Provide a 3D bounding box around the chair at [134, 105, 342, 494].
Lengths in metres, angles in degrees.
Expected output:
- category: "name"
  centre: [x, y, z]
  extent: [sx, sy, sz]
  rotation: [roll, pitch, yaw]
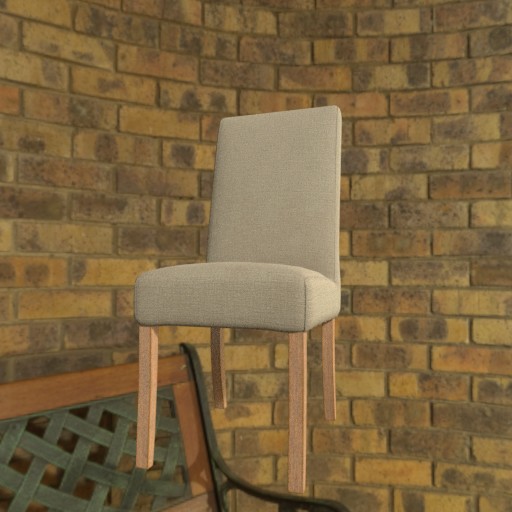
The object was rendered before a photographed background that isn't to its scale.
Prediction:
- category: "chair"
  centre: [0.000, 0.000, 1.305]
  extent: [0.450, 1.033, 0.611]
  rotation: [-1, -2, 18]
